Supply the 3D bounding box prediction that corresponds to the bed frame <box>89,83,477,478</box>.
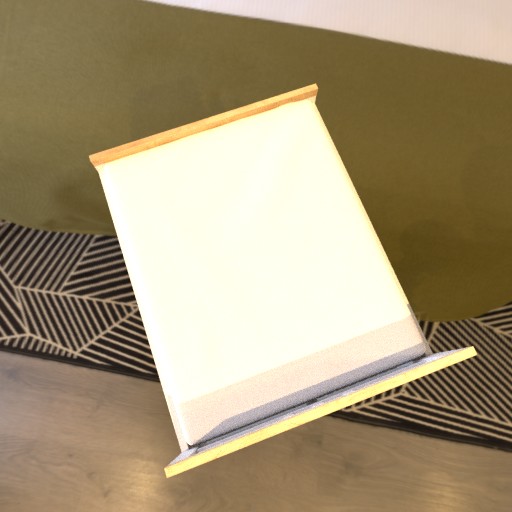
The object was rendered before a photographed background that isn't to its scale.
[{"bbox_3d":[0.000,0.000,2.938,1.670,0.980,2.050,-19,75,-6],"label":"bed frame"}]
